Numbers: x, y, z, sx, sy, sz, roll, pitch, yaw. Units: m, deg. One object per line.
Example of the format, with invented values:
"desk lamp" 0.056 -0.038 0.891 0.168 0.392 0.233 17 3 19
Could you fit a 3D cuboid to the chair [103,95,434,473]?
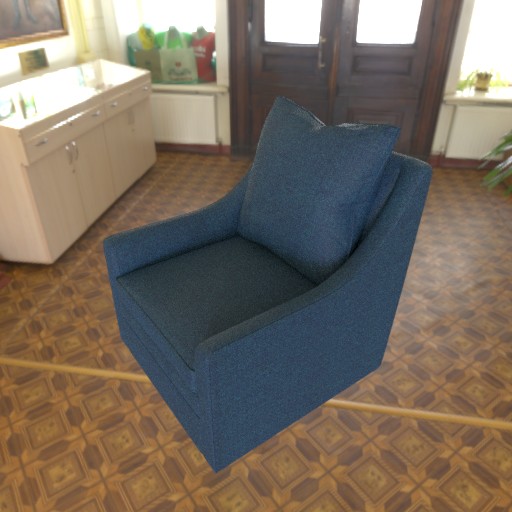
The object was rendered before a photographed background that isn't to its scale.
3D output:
"chair" 0.000 0.000 1.593 0.870 0.939 0.750 -21 37 -30
